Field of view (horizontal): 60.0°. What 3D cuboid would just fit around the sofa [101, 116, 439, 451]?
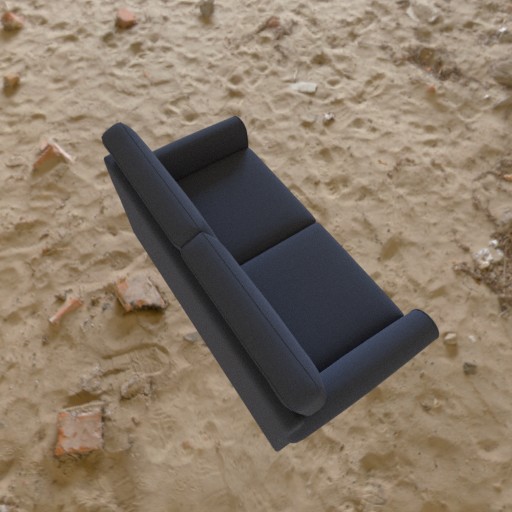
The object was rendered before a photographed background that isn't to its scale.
[{"bbox_3d":[0.000,0.000,2.579,0.940,1.020,1.930,-30,63,-17],"label":"sofa"}]
